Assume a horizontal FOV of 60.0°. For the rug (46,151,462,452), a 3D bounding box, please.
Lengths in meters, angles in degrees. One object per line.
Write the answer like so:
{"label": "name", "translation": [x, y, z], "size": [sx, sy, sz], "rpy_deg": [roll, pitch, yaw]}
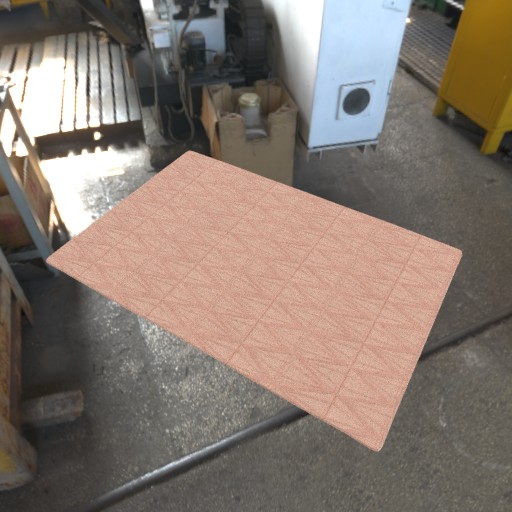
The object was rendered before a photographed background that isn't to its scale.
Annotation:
{"label": "rug", "translation": [0.000, 0.000, 3.031], "size": [2.390, 0.015, 1.609], "rpy_deg": [24, 51, 22]}
